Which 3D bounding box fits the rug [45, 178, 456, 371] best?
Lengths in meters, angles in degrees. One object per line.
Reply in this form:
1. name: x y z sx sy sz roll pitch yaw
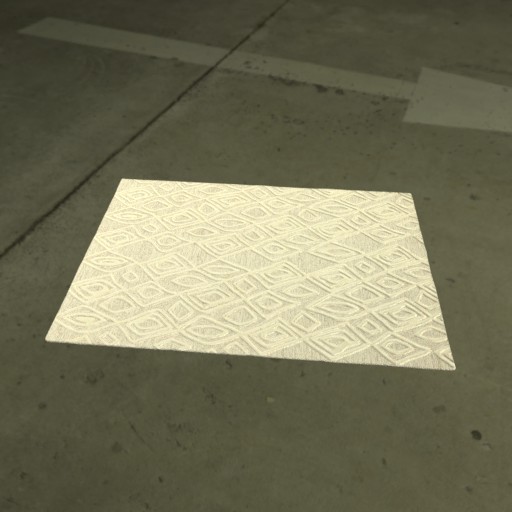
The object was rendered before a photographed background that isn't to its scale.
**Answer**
1. rug: 0.000 0.000 2.378 1.832 0.016 1.224 3 46 3
